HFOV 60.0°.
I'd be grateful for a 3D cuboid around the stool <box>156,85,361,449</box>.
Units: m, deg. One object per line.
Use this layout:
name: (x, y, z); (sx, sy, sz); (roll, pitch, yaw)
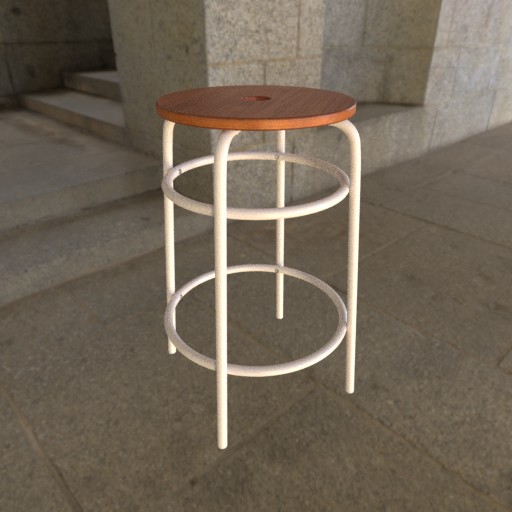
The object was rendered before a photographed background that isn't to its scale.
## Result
stool: (0.000, 0.000, 0.899); (0.455, 0.610, 0.455); (8, 30, 15)
